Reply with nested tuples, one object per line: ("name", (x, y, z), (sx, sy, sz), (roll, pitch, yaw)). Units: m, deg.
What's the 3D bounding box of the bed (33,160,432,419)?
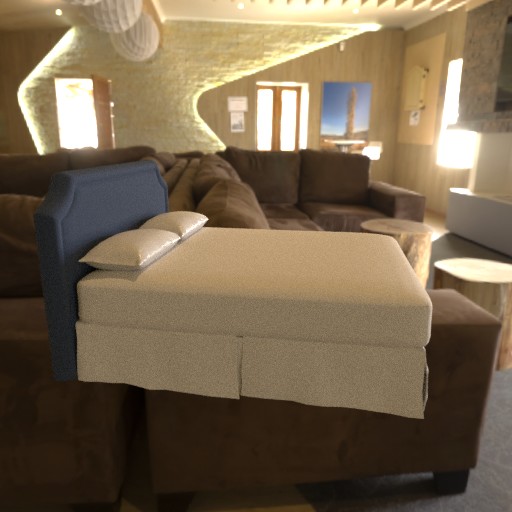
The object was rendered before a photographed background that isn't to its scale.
("bed", (0.000, 0.000, 3.265), (2.260, 1.297, 1.831), (3, 16, 9))
